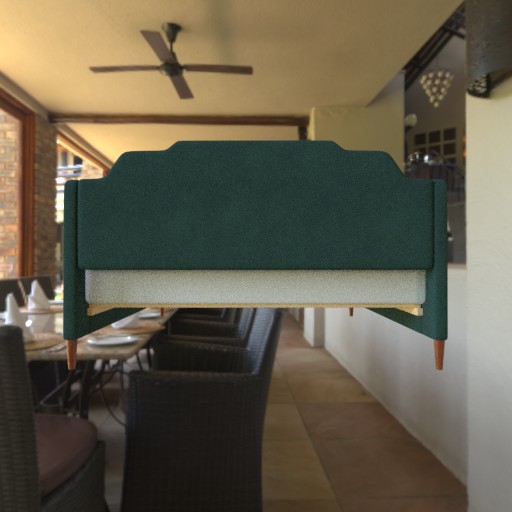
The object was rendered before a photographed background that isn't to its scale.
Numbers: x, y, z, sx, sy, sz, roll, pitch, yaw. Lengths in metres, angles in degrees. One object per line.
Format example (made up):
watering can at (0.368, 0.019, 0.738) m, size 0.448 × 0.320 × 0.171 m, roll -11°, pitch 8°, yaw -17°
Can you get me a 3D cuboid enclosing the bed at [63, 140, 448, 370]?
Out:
bed at (0.000, 0.000, 3.546) m, size 2.074 × 1.245 × 2.340 m, roll 0°, pitch 0°, yaw 0°
